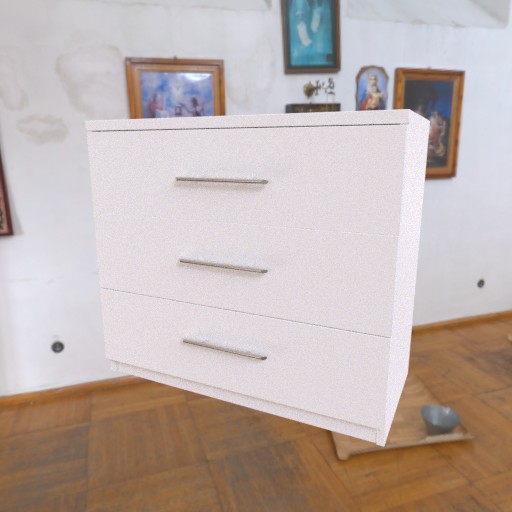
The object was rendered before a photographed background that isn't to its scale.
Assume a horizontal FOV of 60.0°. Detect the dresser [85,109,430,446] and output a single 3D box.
[{"bbox_3d":[0.000,0.000,1.265,0.830,0.740,0.420,7,15,25],"label":"dresser"}]
